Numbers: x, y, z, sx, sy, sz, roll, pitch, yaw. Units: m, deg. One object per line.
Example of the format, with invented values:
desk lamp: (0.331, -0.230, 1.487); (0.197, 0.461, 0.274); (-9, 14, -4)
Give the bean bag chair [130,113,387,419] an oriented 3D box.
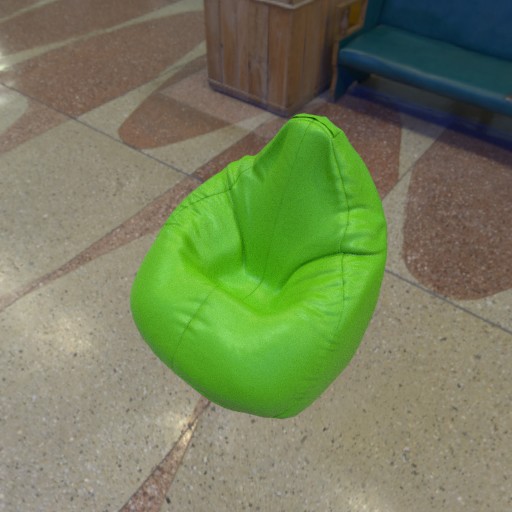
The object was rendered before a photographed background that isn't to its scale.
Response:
bean bag chair: (0.000, 0.000, 1.918); (1.070, 0.990, 1.070); (31, 54, 26)
